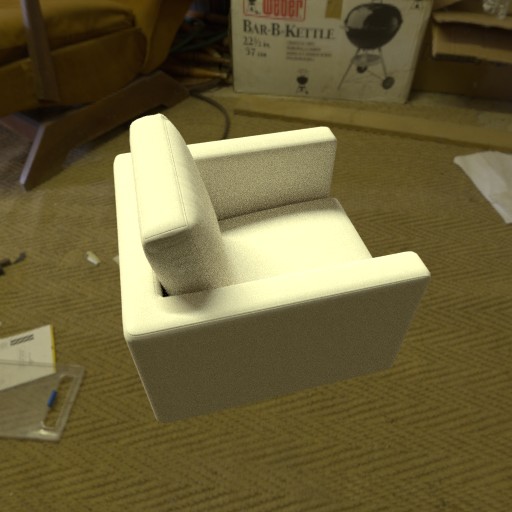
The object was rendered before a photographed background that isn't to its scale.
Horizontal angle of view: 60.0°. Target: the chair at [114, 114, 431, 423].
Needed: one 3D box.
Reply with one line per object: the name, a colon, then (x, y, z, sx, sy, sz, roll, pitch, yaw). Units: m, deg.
chair: (0.000, 0.000, 1.589, 0.879, 0.899, 0.831, -11, 47, -10)
